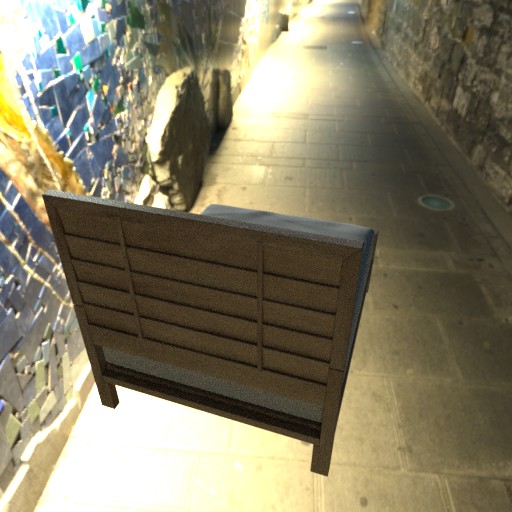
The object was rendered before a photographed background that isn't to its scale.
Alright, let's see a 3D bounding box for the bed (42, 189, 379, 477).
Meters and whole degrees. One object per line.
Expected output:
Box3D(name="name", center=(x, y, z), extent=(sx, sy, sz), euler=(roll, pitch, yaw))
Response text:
Box3D(name="bed", center=(0.000, 0.000, 3.270), extent=(1.615, 1.631, 2.017), euler=(11, 34, 16))
